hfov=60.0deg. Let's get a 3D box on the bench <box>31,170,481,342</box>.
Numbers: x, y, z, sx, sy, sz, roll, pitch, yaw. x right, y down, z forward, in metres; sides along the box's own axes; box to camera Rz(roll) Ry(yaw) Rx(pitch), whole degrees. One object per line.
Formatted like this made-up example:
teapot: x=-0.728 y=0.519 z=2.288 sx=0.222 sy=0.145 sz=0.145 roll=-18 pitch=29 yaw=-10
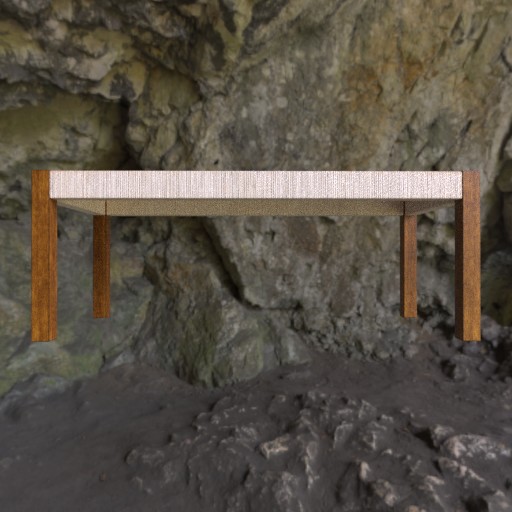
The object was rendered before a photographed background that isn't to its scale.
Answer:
bench: x=0.000 y=0.000 z=1.434 sx=1.198 sy=0.457 sz=0.507 roll=0 pitch=0 yaw=0
